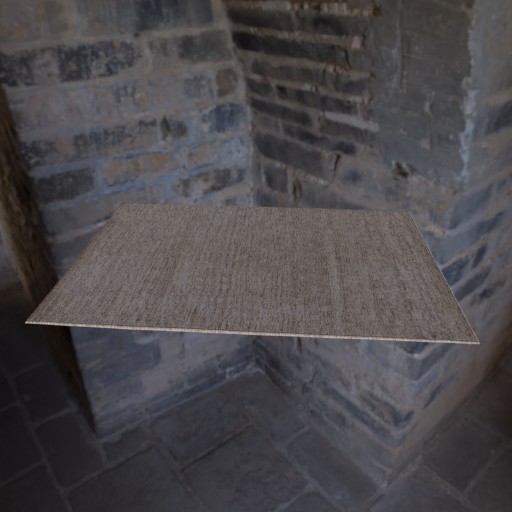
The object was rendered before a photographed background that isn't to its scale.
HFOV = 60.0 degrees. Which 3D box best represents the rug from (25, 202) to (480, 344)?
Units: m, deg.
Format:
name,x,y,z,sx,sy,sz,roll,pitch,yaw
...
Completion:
name,x,y,z,sx,sy,sz,roll,pitch,yaw
rug,0.000,0.000,2.291,1.822,0.018,1.211,2,31,3
